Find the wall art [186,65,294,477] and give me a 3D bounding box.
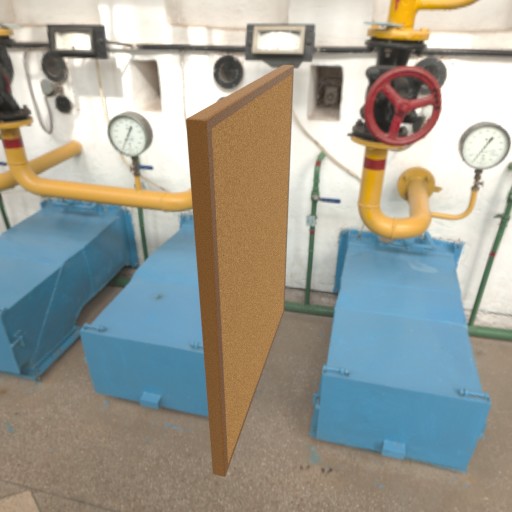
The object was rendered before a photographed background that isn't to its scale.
[{"bbox_3d":[0.000,0.000,0.750,0.021,0.550,0.449,8,31,13],"label":"wall art"}]
